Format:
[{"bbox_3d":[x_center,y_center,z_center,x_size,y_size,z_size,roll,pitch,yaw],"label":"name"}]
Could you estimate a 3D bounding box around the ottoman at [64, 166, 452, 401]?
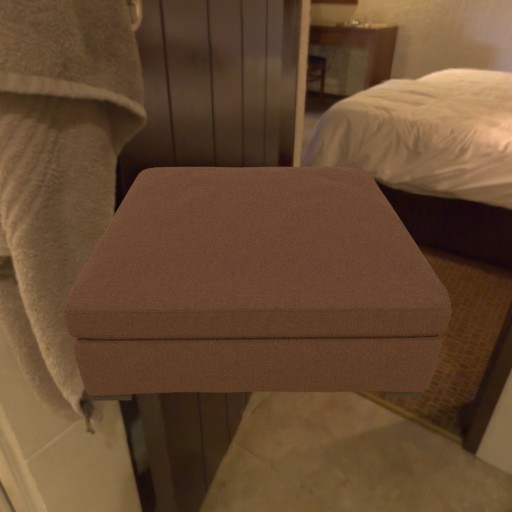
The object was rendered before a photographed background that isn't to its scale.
[{"bbox_3d":[0.000,0.000,1.876,1.181,0.470,1.181,0,31,-1],"label":"ottoman"}]
